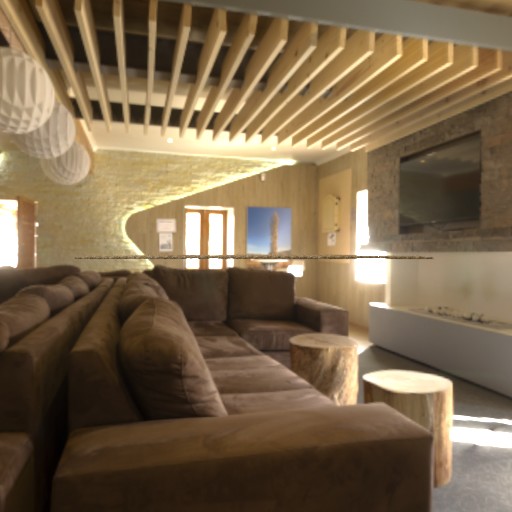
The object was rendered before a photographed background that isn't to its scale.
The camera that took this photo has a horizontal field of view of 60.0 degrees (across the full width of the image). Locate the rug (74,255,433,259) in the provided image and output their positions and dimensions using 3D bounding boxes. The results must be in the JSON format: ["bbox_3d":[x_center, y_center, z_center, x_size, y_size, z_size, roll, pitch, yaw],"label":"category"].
[{"bbox_3d":[0.000,0.000,3.123,1.548,0.013,2.486,0,0,1],"label":"rug"}]
